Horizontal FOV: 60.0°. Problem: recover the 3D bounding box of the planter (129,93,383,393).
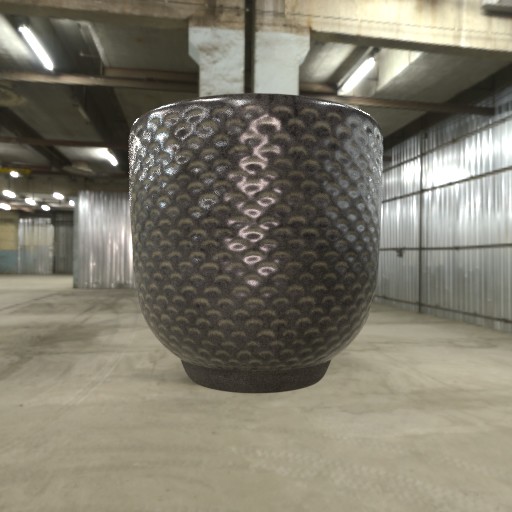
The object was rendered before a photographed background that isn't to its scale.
[{"bbox_3d":[0.000,0.000,0.356,0.197,0.191,0.197,0,-1,0],"label":"planter"}]
